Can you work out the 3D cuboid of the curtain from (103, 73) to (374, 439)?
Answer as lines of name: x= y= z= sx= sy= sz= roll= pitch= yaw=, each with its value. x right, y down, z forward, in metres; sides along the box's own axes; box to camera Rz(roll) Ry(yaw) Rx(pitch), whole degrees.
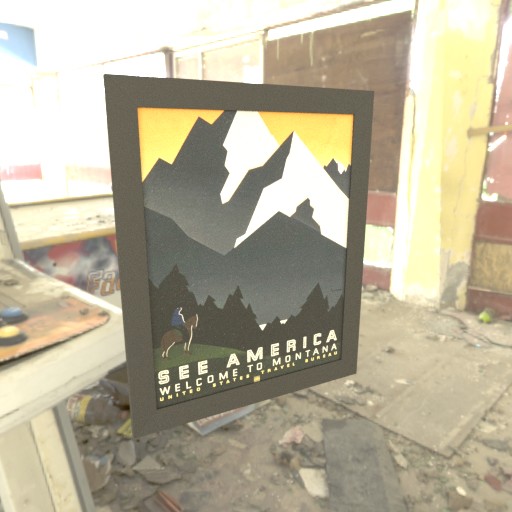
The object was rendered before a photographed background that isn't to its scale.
curtain: x=0.000 y=0.000 z=0.805 sx=0.483 sy=0.585 sz=0.027 roll=-7 pitch=16 yaw=-26
